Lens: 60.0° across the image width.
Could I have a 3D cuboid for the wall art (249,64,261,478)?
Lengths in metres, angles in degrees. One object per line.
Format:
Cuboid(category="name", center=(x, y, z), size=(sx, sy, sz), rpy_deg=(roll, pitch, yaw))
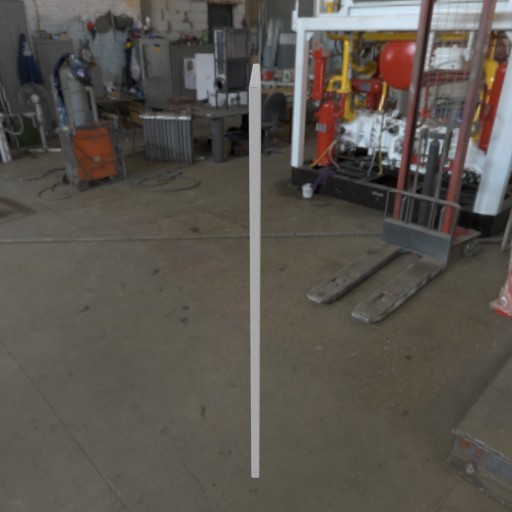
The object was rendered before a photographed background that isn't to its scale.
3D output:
Cuboid(category="wall art", center=(0.000, 0.000, 0.689), size=(0.012, 0.529, 0.374), rpy_deg=(0, 26, 0))
